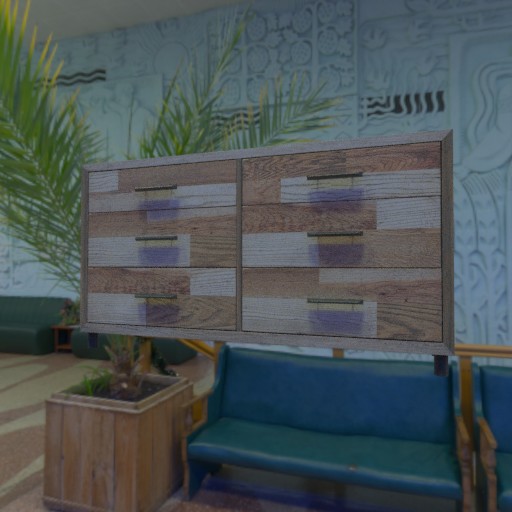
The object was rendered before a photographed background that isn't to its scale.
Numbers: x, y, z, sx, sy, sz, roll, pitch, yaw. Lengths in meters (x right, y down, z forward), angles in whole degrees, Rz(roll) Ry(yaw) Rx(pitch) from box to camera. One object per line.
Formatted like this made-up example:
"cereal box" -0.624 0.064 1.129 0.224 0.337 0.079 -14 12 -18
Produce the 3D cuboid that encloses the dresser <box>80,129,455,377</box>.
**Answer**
"dresser" 0.000 0.000 1.924 1.547 0.834 0.487 0 -1 20
